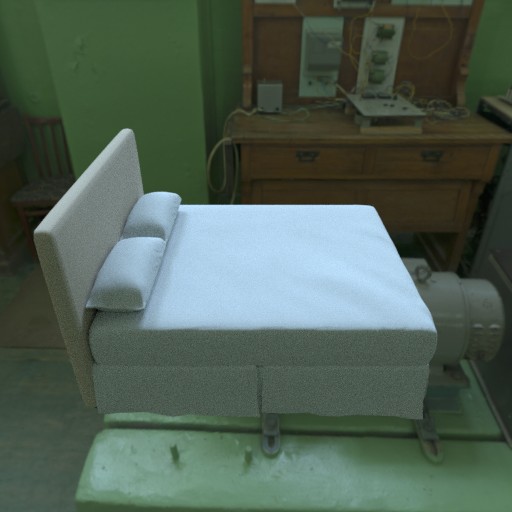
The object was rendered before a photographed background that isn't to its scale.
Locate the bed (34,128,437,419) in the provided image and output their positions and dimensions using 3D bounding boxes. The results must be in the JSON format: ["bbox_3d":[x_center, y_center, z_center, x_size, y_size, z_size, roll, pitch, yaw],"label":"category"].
[{"bbox_3d":[0.000,0.000,3.118,2.142,1.330,1.748,0,32,0],"label":"bed"}]
